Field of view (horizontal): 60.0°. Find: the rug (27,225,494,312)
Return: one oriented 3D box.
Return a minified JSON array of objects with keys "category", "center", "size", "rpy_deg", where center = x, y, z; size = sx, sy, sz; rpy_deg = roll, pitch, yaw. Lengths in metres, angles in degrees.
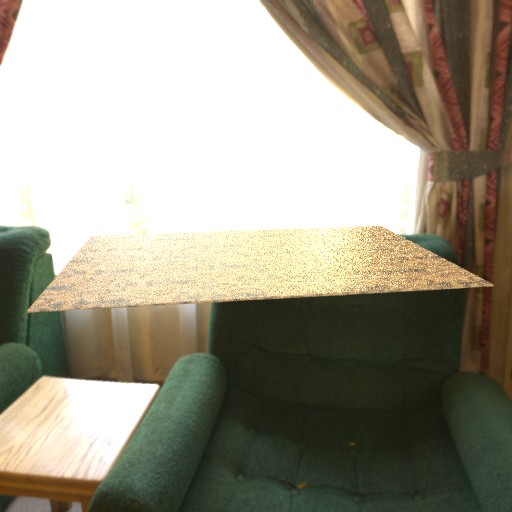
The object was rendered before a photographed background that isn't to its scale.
[{"category":"rug","center":[0.000,0.000,2.030],"size":[1.652,0.006,1.035],"rpy_deg":[-2,17,-8]}]
